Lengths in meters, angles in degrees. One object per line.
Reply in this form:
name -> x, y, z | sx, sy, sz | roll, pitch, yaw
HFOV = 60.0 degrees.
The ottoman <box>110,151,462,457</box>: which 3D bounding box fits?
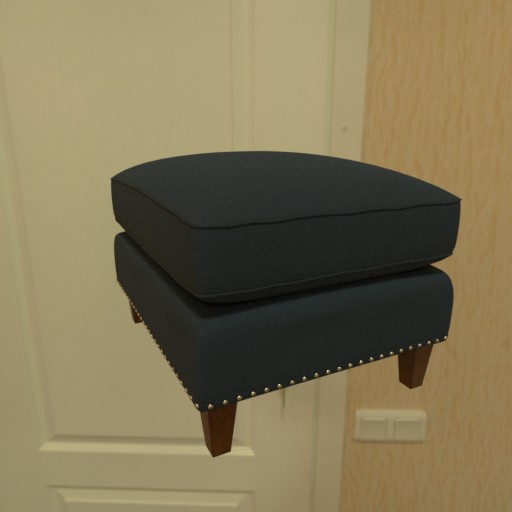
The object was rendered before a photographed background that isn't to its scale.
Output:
ottoman -> 0.000, 0.000, 1.120 | 0.584, 0.513, 0.741 | -8, 18, -26
